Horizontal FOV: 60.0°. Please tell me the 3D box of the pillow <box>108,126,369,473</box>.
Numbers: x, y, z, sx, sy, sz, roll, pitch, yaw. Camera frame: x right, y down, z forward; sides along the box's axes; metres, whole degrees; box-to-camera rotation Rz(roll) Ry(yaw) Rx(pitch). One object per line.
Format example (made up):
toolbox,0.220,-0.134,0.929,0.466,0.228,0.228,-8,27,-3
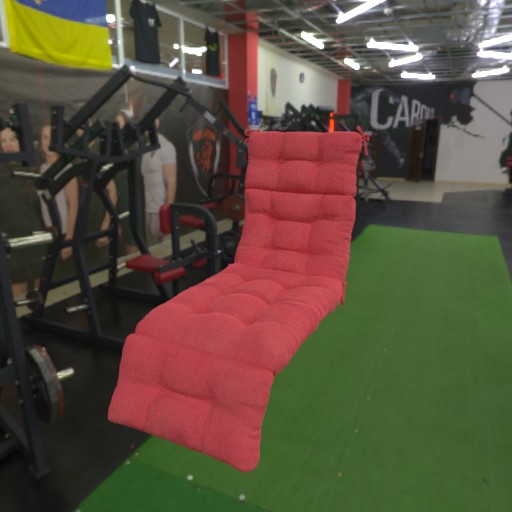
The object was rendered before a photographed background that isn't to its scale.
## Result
pillow,0.000,0.000,1.521,0.526,0.863,1.016,8,18,26
